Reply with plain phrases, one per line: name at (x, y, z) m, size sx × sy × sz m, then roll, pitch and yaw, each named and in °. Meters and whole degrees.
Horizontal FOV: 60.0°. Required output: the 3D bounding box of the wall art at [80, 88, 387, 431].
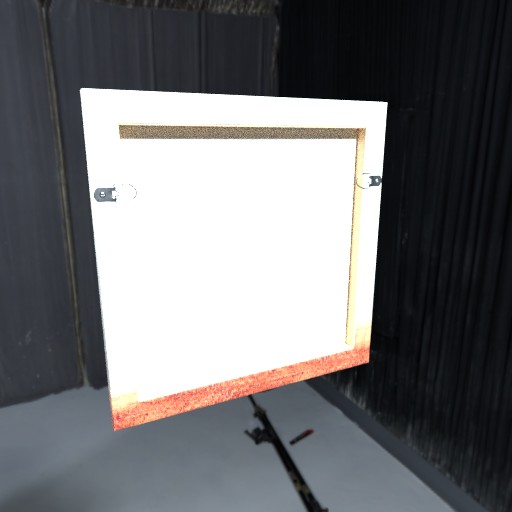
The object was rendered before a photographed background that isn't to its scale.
wall art at (0.000, 0.000, 1.122) m, size 0.760 × 0.760 × 0.042 m, roll -7°, pitch 16°, yaw -25°
